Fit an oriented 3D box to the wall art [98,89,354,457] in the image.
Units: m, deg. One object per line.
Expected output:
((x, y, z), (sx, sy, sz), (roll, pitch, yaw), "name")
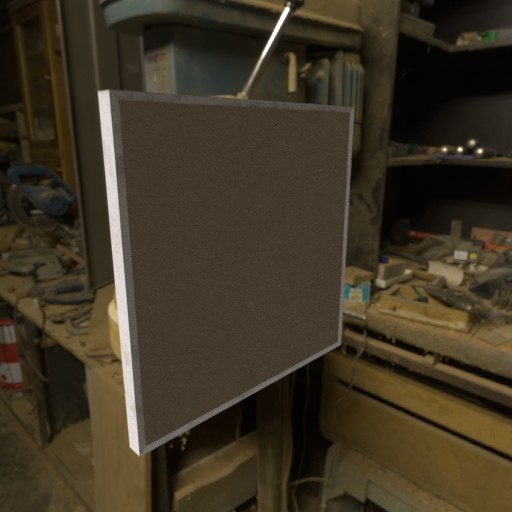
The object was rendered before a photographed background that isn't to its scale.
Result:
((0.000, 0.000, 0.764), (0.508, 0.506, 0.029), (-15, 21, -43), "wall art")
